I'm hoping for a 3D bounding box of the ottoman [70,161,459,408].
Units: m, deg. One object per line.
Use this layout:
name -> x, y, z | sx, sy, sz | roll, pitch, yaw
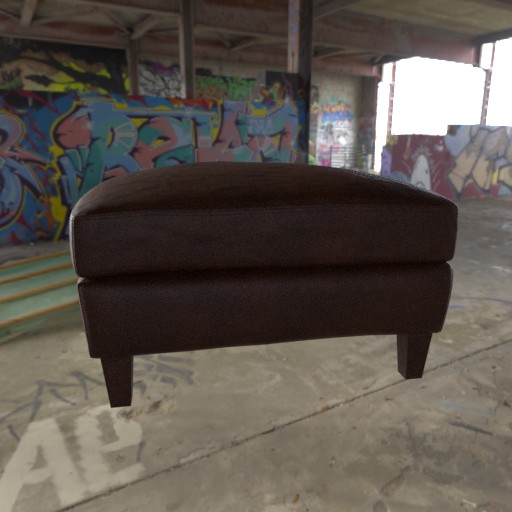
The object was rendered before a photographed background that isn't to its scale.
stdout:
ottoman -> 0.000, 0.000, 1.269 | 0.887, 0.527, 0.659 | -2, 15, -10
